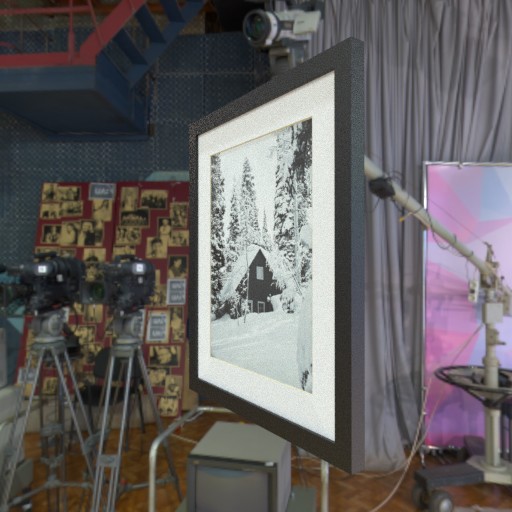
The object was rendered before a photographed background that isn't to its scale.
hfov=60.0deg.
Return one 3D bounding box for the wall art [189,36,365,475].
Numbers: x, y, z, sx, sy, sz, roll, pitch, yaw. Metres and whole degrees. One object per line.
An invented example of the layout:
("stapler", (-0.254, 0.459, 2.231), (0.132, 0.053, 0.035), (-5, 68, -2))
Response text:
("wall art", (0.000, 0.000, 0.539), (0.018, 0.397, 0.325), (0, 0, -35))
